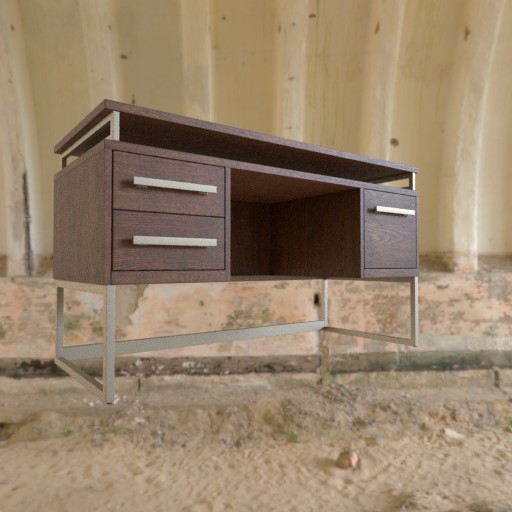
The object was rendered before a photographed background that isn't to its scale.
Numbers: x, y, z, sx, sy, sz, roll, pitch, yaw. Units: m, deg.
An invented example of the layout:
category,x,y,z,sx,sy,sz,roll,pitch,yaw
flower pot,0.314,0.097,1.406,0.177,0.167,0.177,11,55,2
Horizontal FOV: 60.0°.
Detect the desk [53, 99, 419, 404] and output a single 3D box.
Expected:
category,x,y,z,sx,sy,sz,roll,pitch,yaw
desk,0.000,0.000,1.776,1.384,0.792,0.610,1,-1,-36
